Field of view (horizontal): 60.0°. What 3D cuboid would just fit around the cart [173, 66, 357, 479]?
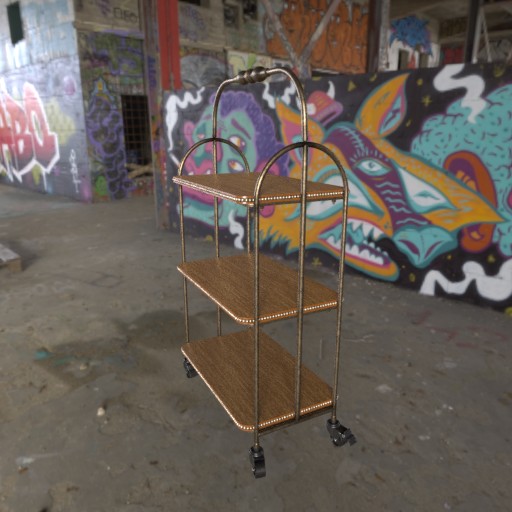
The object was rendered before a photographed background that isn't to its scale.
[{"bbox_3d":[0.000,0.000,1.332,0.330,1.052,0.650,-8,18,-26],"label":"cart"}]
